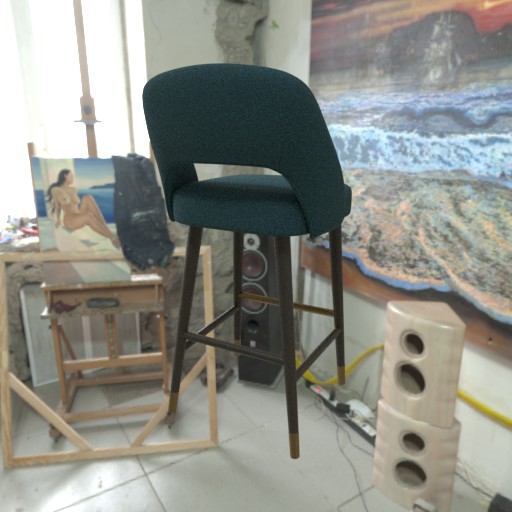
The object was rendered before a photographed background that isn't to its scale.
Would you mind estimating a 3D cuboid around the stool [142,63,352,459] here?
[{"bbox_3d":[0.000,0.000,1.351,0.536,1.032,0.522,9,19,27],"label":"stool"}]
